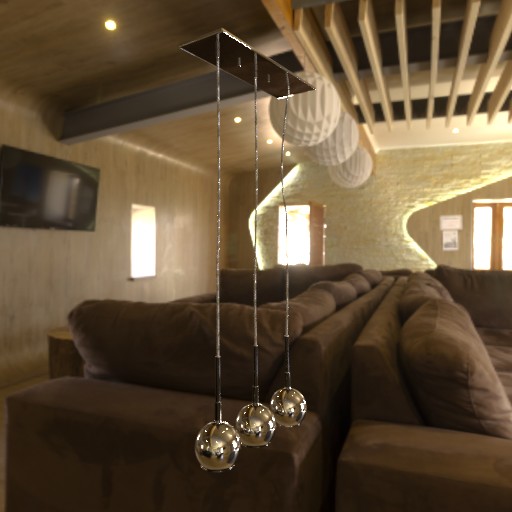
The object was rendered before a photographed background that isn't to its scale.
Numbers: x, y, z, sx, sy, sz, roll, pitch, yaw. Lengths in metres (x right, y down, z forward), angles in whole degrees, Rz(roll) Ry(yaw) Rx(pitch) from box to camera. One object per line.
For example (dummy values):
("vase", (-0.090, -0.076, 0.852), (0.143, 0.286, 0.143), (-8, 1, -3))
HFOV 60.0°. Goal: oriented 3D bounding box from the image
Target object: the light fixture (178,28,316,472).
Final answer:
("light fixture", (0.000, 0.000, 1.675), (0.188, 1.408, 0.623), (0, 1, 36))
